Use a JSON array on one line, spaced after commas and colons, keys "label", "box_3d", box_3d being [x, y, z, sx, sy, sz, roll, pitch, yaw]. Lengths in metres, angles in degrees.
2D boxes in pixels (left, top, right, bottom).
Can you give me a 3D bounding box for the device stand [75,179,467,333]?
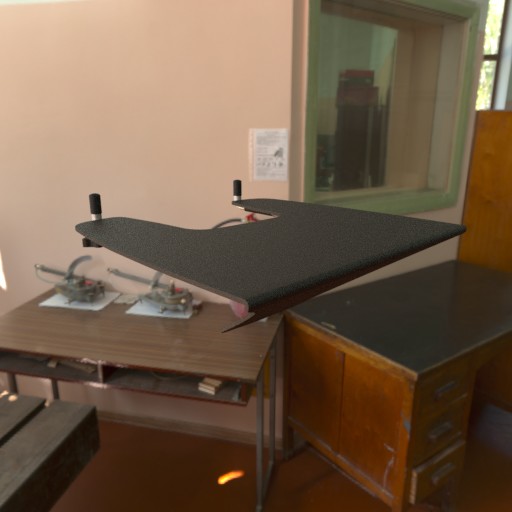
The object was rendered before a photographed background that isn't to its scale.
[{"label": "device stand", "box_3d": [0.000, 0.000, 0.351, 0.230, 0.092, 0.230, -14, 21, -42]}]
